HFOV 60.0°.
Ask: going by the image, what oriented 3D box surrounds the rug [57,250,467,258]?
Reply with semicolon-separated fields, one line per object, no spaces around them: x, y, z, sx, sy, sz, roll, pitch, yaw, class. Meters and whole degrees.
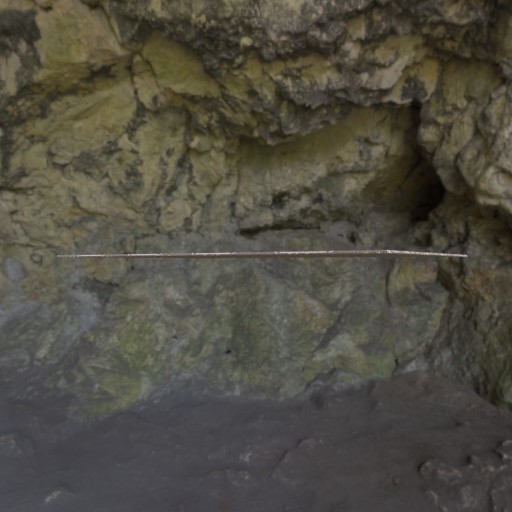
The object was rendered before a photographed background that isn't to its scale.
0.000;0.000;3.119;2.457;0.012;1.541;-1;-1;36;rug
